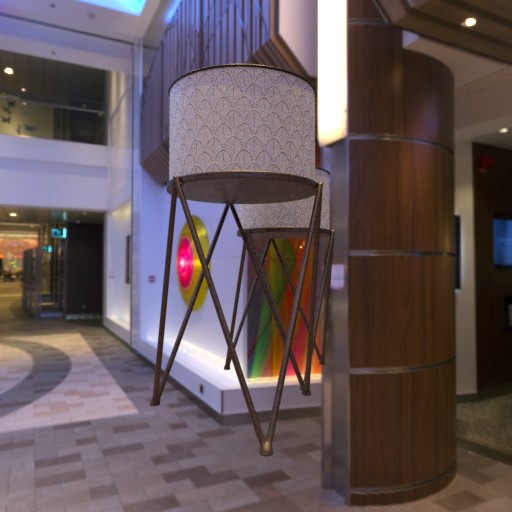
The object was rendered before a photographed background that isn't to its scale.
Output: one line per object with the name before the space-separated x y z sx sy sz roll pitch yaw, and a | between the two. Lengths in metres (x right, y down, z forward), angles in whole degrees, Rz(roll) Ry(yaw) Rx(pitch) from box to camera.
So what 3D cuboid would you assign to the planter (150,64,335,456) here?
planter | 0.000 0.000 1.179 0.413 0.712 0.769 0 -2 17
